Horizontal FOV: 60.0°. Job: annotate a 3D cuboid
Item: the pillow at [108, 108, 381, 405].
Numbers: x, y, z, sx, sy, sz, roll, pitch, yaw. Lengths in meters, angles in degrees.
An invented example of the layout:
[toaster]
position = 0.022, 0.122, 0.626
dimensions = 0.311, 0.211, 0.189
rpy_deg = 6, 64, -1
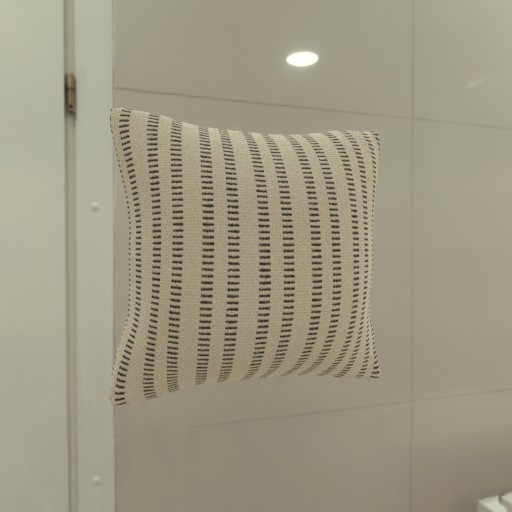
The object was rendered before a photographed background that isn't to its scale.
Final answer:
[pillow]
position = 0.000, 0.000, 0.687
dimensions = 0.438, 0.419, 0.247
rpy_deg = 0, 1, -18
